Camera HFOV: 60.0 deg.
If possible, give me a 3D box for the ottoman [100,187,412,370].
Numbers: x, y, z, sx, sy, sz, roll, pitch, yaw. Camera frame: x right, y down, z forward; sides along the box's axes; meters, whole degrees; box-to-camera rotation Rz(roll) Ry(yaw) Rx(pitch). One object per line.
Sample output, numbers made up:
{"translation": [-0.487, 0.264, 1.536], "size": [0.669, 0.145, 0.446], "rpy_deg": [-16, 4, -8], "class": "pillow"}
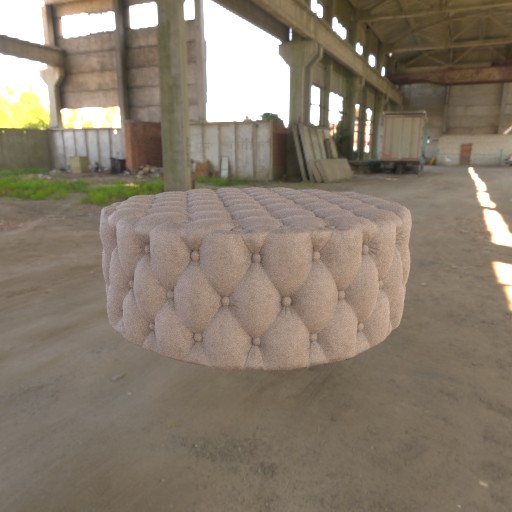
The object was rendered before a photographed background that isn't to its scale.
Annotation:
{"translation": [0.000, 0.000, 1.507], "size": [0.998, 0.399, 0.998], "rpy_deg": [0, 14, 0], "class": "ottoman"}
